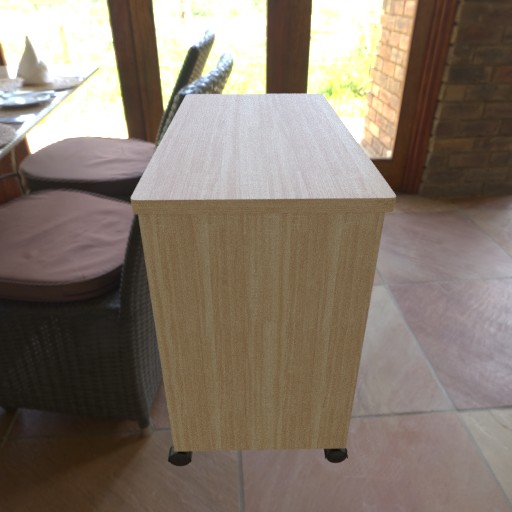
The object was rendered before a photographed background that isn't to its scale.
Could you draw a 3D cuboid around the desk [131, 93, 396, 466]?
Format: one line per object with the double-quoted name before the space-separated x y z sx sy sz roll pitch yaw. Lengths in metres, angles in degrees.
"desk" 0.000 0.000 1.349 0.480 0.770 0.884 -1 31 -1
